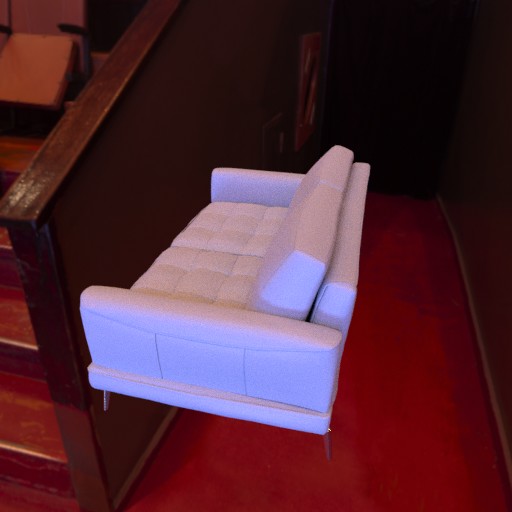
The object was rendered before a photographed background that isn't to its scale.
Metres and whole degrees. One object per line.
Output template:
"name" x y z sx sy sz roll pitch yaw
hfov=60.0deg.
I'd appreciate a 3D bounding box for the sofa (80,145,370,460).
"sofa" 0.000 0.000 2.475 1.121 0.930 1.819 7 30 13
